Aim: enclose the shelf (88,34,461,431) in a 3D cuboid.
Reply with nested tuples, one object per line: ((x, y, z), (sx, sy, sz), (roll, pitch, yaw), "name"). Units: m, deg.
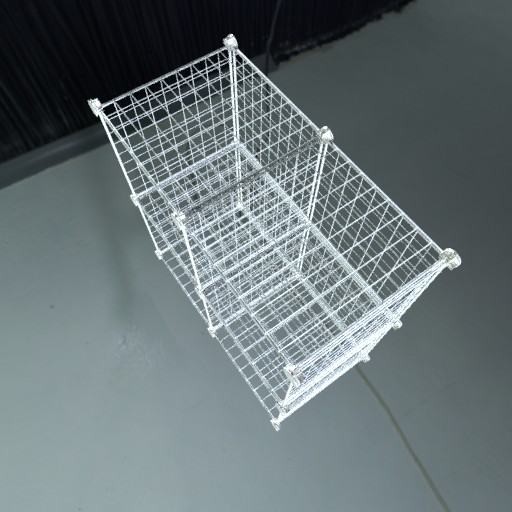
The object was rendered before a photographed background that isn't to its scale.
((0.000, 0.000, 1.149), (0.356, 0.711, 0.711), (-32, 68, -15), "shelf")
